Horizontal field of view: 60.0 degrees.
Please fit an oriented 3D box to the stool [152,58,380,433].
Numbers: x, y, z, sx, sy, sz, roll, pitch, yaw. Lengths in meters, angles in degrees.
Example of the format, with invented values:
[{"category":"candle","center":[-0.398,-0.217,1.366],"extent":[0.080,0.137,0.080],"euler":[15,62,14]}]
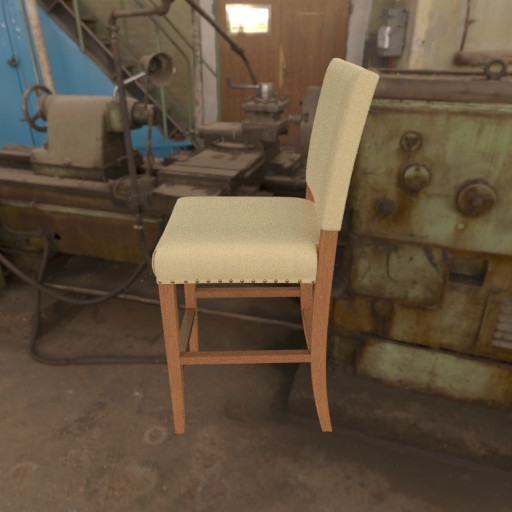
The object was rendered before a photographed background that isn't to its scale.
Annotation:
[{"category":"stool","center":[0.000,0.000,1.461],"extent":[0.584,1.168,0.445],"euler":[0,28,0]}]
